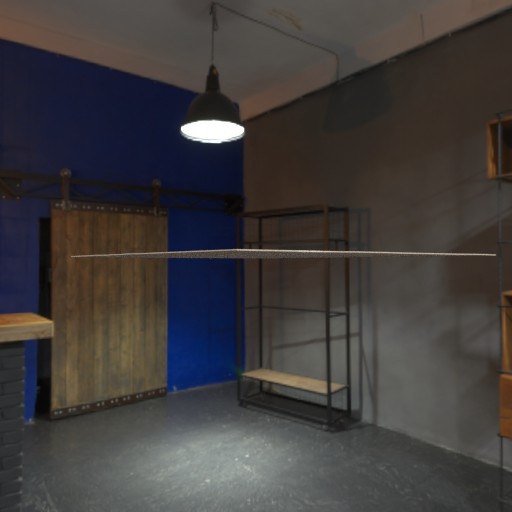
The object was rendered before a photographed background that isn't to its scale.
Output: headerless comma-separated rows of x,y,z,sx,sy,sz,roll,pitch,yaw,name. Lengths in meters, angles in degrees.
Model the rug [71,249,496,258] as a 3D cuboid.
0.000,0.000,3.992,2.444,0.012,3.048,1,-1,-36,rug
